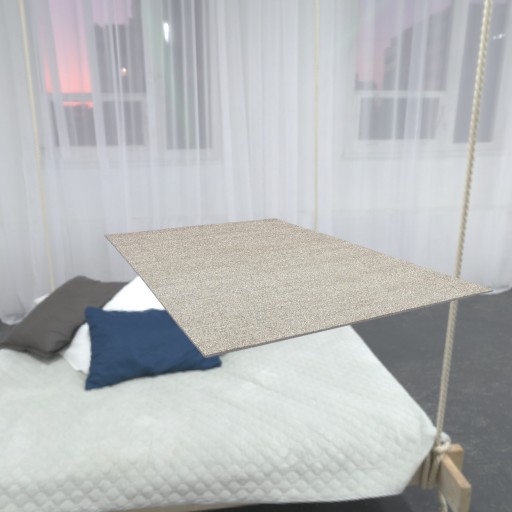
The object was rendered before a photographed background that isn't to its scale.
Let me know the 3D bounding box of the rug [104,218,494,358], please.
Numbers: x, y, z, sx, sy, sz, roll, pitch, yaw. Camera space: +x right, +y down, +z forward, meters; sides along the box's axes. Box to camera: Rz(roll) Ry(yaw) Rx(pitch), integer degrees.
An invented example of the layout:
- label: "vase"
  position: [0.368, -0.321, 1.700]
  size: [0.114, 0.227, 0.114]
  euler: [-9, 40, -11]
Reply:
- label: "rug"
  position: [0.000, 0.000, 2.968]
  size: [1.609, 0.030, 2.342]
  euler: [-8, 17, -26]
